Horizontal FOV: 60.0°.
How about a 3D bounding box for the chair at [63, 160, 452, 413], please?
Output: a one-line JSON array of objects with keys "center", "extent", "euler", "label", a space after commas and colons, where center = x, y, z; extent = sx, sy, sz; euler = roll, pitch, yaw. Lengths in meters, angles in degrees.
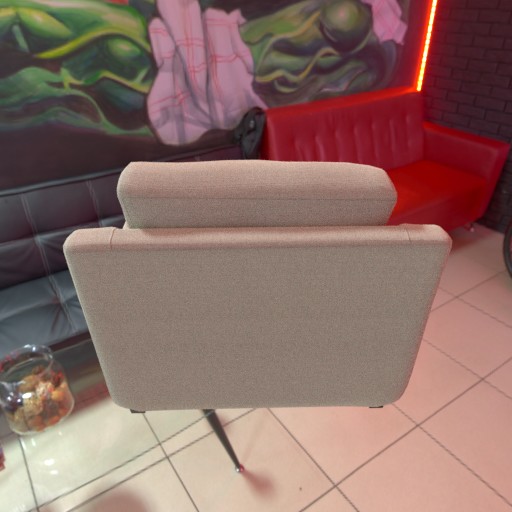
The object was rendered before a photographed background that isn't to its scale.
[{"center": [0.000, 0.000, 1.905], "extent": [1.178, 1.016, 1.009], "euler": [-1, 31, -1], "label": "chair"}]
